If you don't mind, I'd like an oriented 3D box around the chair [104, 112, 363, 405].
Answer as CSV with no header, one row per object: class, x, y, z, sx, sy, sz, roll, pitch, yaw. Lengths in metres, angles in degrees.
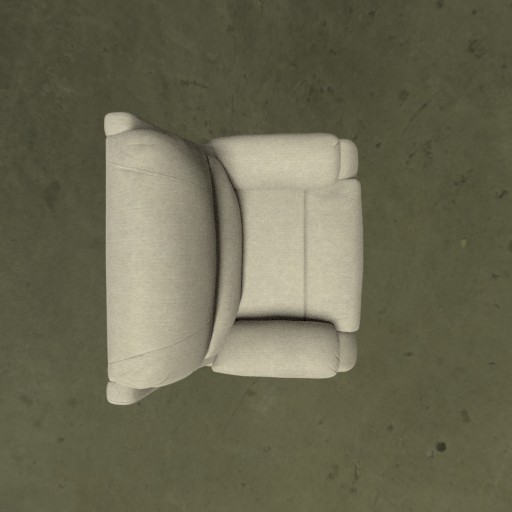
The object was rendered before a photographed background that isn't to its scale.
chair,0.000,0.000,1.705,0.899,1.011,0.930,0,91,-1
